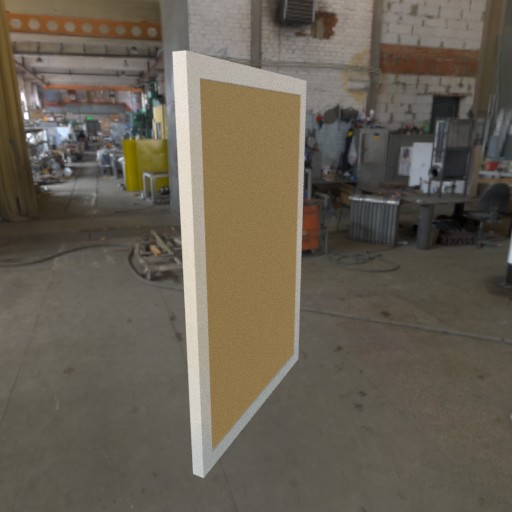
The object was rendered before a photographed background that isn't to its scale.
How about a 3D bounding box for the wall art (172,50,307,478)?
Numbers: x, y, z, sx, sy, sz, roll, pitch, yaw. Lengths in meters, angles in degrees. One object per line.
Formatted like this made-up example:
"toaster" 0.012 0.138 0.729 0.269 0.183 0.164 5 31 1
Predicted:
"wall art" 0.000 0.000 1.466 0.038 1.143 0.764 8 18 25
